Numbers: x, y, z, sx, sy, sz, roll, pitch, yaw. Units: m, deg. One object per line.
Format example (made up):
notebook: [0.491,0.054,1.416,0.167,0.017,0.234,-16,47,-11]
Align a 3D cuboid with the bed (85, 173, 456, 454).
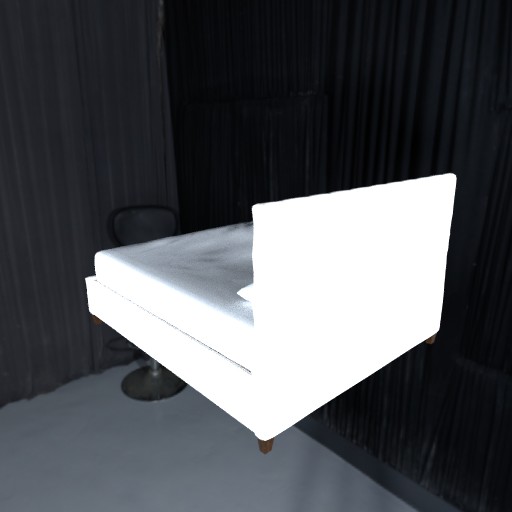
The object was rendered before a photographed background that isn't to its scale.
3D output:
bed: [0.000,0.000,3.771,2.078,1.427,2.387,-15,22,-40]
